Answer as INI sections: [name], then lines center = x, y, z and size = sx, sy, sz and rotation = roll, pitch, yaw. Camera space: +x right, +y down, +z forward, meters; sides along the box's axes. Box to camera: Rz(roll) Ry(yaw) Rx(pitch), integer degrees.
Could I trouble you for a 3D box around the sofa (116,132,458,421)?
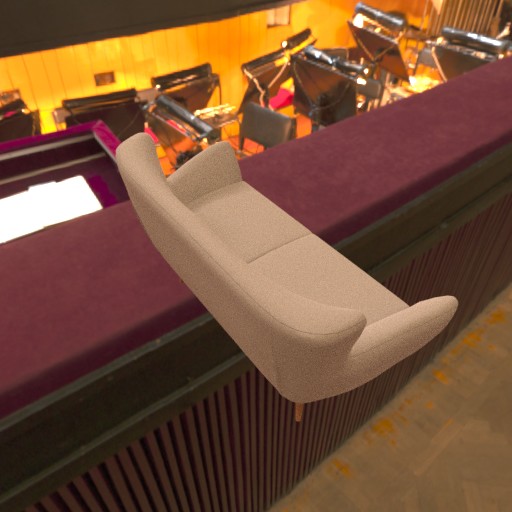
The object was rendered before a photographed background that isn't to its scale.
[sofa]
center = 0.000, 0.000, 2.460
size = 0.899, 0.890, 1.930
rotation = -25, 47, -26
